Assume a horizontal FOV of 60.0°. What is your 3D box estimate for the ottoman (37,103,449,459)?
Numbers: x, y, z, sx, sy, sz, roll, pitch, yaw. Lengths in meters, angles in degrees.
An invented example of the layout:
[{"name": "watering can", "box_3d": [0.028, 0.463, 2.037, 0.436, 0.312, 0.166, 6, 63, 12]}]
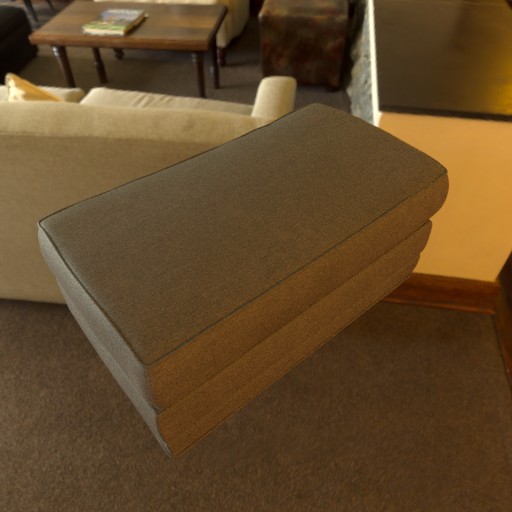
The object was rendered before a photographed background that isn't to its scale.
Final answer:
[{"name": "ottoman", "box_3d": [0.000, 0.000, 1.120, 0.864, 0.448, 0.490, -31, 53, -27]}]
